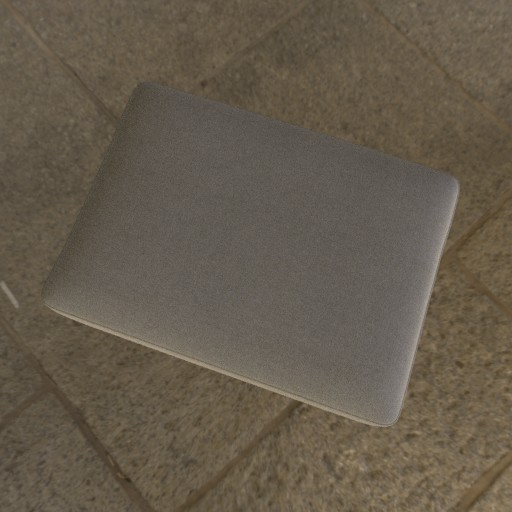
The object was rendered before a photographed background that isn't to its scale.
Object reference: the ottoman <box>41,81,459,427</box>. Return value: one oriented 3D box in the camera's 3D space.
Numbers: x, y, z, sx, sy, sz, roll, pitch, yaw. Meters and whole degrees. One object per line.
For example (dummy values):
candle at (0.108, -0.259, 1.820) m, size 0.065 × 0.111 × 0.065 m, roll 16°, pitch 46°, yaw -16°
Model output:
ottoman at (0.000, 0.000, 1.049) m, size 0.749 × 0.428 × 0.549 m, roll 18°, pitch 77°, yaw 4°
